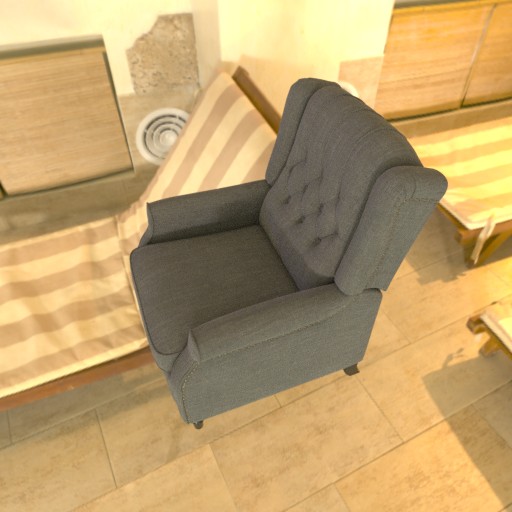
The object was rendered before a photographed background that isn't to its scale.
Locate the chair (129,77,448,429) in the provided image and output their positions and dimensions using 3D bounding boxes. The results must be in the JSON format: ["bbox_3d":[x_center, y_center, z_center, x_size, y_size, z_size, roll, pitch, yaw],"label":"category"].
[{"bbox_3d":[0.000,0.000,1.630,0.898,1.035,0.742,-15,48,-15],"label":"chair"}]
